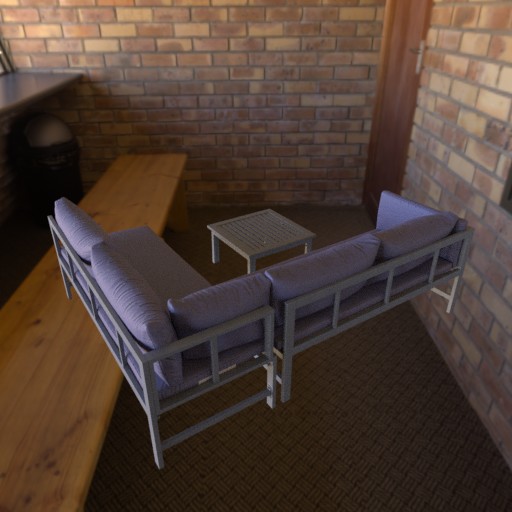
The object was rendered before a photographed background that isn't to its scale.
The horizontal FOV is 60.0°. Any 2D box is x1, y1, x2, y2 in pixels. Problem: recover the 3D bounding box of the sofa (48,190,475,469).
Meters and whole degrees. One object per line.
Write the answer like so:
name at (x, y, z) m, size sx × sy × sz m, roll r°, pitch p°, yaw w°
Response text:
sofa at (0.000, 0.000, 2.921) m, size 2.149 × 0.762 × 1.658 m, roll -18°, pitch 34°, yaw -29°
